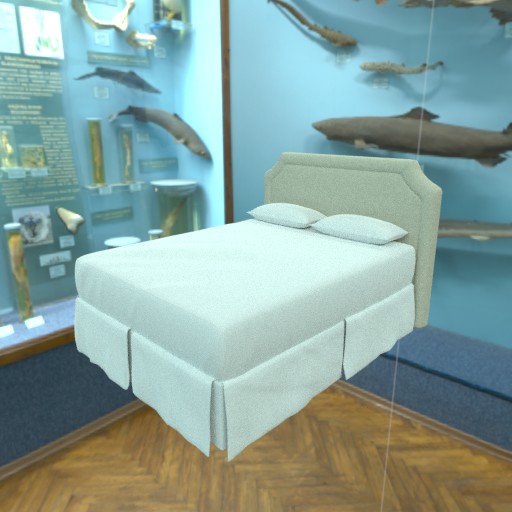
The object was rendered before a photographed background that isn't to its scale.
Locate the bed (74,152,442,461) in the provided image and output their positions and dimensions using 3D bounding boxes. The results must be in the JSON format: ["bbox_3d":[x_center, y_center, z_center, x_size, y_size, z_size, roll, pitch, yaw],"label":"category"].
[{"bbox_3d":[0.000,0.000,3.131,1.693,1.290,2.116,16,23,42],"label":"bed"}]
